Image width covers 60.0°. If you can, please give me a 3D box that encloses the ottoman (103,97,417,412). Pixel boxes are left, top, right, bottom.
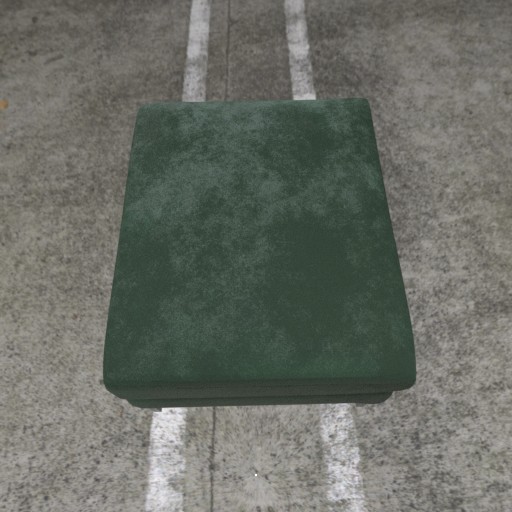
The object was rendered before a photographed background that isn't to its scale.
[{"bbox_3d":[0.000,0.000,1.318,0.701,0.538,0.839,-1,64,-1],"label":"ottoman"}]
